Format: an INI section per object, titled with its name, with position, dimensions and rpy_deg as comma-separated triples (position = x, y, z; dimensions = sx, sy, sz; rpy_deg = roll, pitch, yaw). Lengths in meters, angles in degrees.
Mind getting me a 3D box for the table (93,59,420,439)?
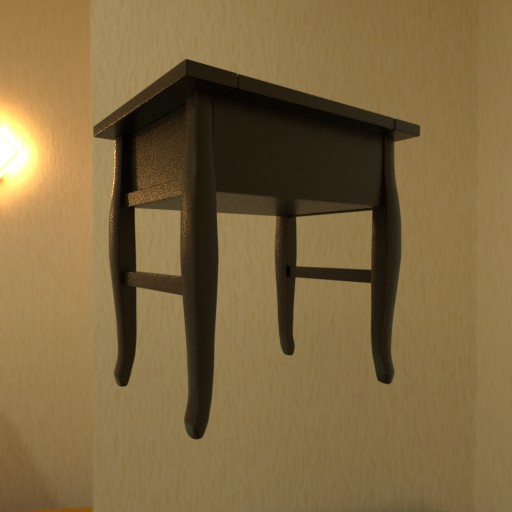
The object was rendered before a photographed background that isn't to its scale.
[table]
position = 0.000, 0.000, 1.030
dimensions = 0.602, 0.604, 0.460
rpy_deg = -1, 1, -37
